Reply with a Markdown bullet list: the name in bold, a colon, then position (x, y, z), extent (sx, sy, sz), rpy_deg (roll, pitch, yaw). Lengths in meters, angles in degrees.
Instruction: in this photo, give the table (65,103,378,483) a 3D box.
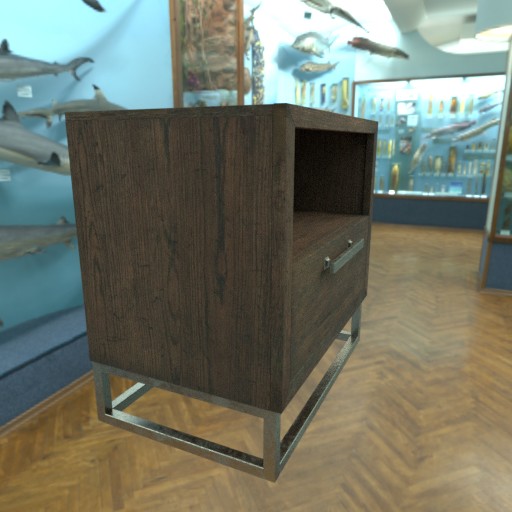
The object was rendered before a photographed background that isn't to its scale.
- **table**: position (0.000, 0.000, 1.249), extent (0.542, 0.746, 0.767), rpy_deg (7, 16, 25)
